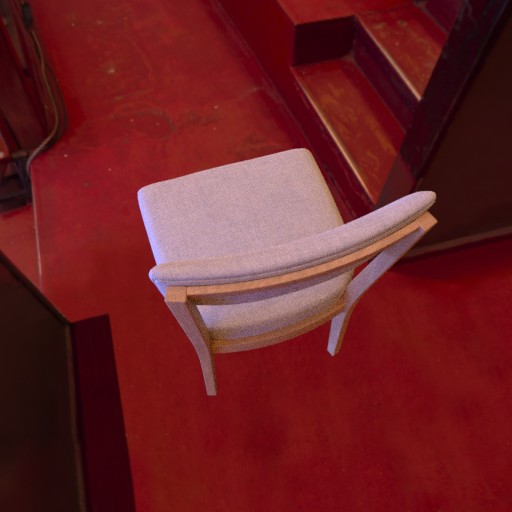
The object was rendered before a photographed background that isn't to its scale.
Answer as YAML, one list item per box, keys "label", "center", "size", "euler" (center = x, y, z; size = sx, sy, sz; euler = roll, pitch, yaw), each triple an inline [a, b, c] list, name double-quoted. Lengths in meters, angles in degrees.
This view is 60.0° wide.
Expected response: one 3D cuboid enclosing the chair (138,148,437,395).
- label: "chair"
  center: [0.000, 0.000, 1.149]
  size: [0.508, 0.832, 0.572]
  euler: [-16, 60, -10]
